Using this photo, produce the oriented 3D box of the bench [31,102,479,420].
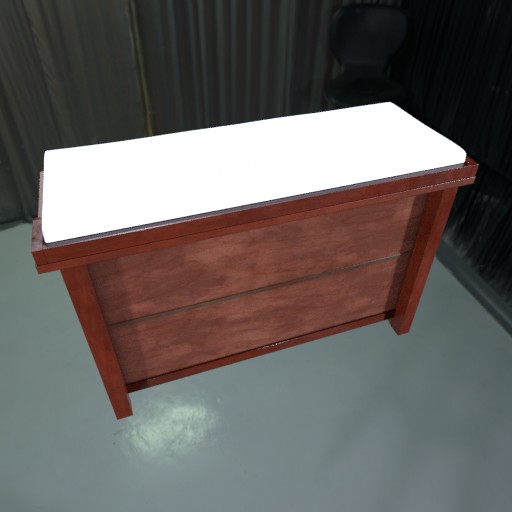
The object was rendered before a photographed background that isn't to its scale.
[{"bbox_3d":[0.000,0.000,1.239,0.987,0.646,0.369,-13,42,-15],"label":"bench"}]
